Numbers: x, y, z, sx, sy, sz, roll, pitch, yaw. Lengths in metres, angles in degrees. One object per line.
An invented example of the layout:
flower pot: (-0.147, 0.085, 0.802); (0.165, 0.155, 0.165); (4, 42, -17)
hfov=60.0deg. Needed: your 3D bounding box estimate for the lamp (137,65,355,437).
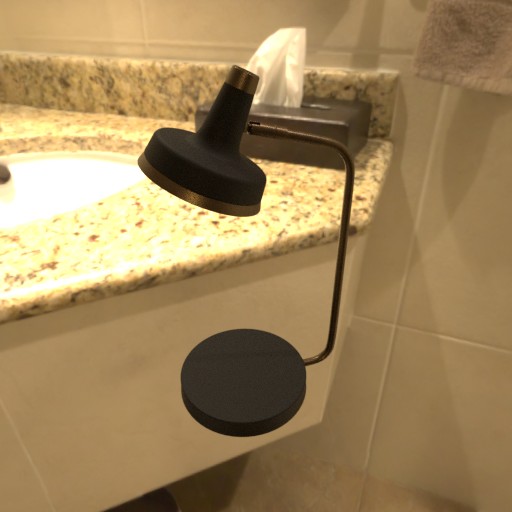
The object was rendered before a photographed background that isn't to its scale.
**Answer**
lamp: (0.000, 0.000, 0.478); (0.218, 0.385, 0.162); (-9, 33, -14)
